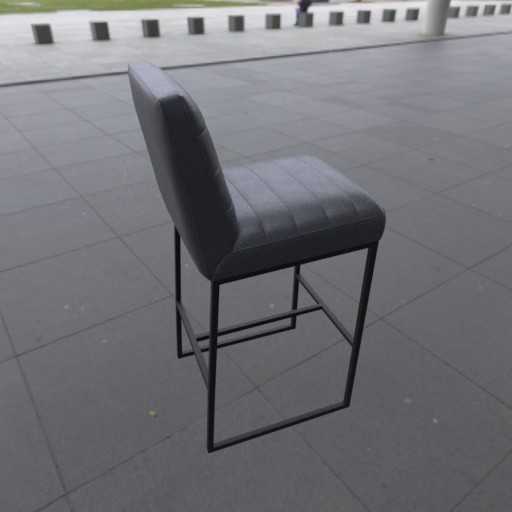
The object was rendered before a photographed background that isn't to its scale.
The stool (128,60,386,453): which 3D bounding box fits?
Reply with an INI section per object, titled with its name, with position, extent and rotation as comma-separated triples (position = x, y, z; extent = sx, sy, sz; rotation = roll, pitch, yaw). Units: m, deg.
[stool]
position = 0.000, 0.000, 1.303
extent = 0.552, 1.040, 0.457
rotation = -11, 33, -18
